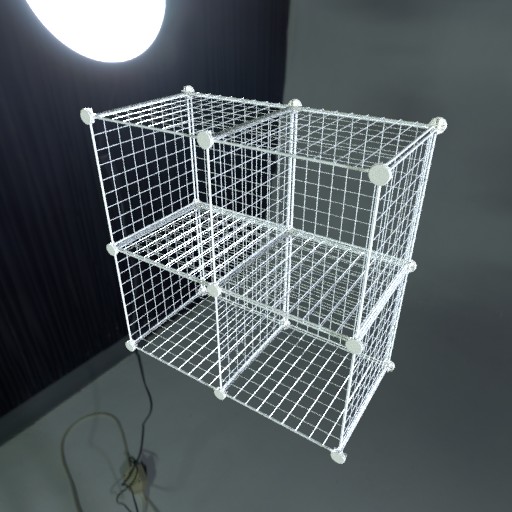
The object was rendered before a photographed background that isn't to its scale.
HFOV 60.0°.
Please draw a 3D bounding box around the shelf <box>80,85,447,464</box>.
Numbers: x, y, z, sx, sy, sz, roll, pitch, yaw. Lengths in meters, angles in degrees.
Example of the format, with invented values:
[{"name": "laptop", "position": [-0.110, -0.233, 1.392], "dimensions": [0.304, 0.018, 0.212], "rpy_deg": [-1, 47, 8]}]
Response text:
[{"name": "shelf", "position": [0.000, 0.000, 1.130], "dimensions": [0.711, 0.711, 0.356], "rpy_deg": [18, 35, 28]}]
